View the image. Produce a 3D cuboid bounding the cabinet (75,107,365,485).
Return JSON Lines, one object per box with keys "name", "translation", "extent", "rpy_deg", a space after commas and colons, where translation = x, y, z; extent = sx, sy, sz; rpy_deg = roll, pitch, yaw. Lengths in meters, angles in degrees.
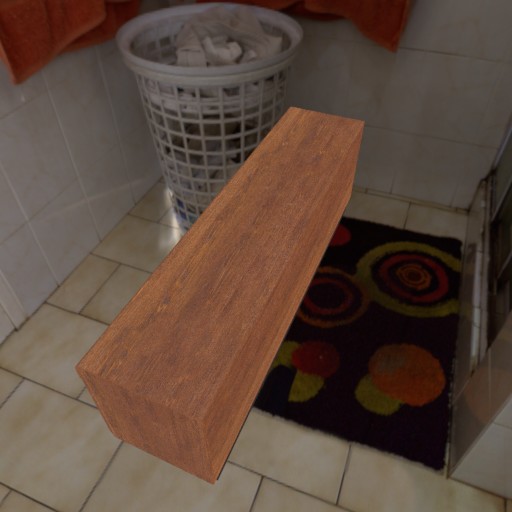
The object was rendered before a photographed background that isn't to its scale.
{"name": "cabinet", "translation": [0.000, 0.000, 1.822], "extent": [0.419, 0.510, 1.600], "rpy_deg": [17, 47, 17]}
